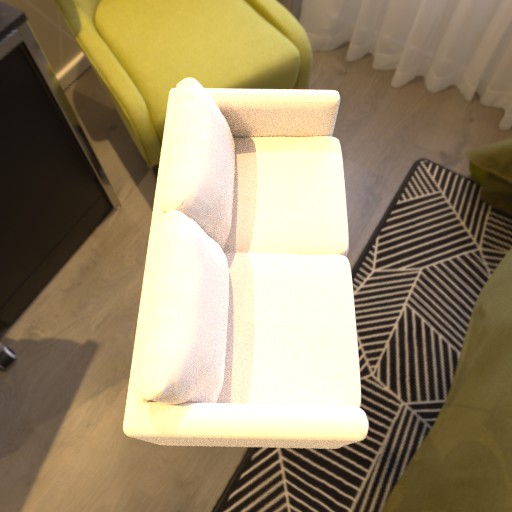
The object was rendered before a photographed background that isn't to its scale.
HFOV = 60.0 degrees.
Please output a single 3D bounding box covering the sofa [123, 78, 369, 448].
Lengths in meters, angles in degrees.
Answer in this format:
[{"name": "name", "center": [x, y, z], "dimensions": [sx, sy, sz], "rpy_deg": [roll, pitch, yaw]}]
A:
[{"name": "sofa", "center": [0.000, 0.000, 2.184], "dimensions": [0.940, 0.893, 1.713], "rpy_deg": [1, 65, 0]}]
